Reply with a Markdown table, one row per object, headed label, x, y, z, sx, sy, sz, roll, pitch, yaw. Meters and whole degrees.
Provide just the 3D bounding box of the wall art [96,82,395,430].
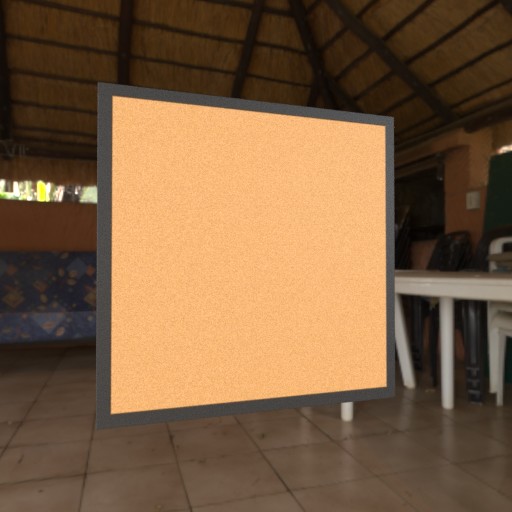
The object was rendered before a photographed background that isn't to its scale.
| label | x | y | z | sx | sy | sz | roll | pitch | yaw |
| --- | --- | --- | --- | --- | --- | --- | --- | --- | --- |
| wall art | 0.000 | 0.000 | 0.451 | 0.304 | 0.304 | 0.038 | 0 | -1 | -18 |
